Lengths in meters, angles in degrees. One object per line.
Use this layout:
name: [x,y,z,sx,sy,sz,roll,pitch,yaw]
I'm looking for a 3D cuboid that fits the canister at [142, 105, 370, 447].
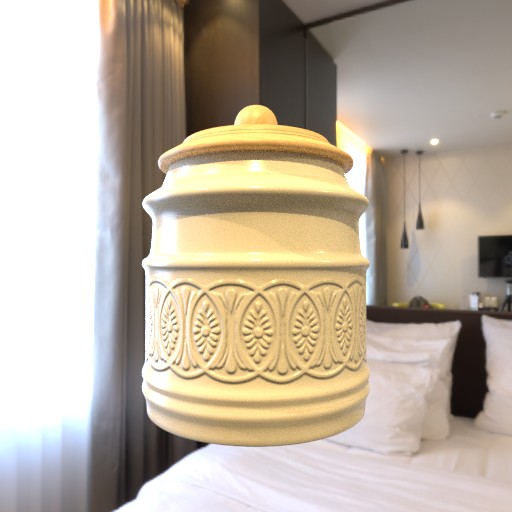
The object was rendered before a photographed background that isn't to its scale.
canister: [0.000,0.000,0.261,0.130,0.176,0.130,0,-1,0]
